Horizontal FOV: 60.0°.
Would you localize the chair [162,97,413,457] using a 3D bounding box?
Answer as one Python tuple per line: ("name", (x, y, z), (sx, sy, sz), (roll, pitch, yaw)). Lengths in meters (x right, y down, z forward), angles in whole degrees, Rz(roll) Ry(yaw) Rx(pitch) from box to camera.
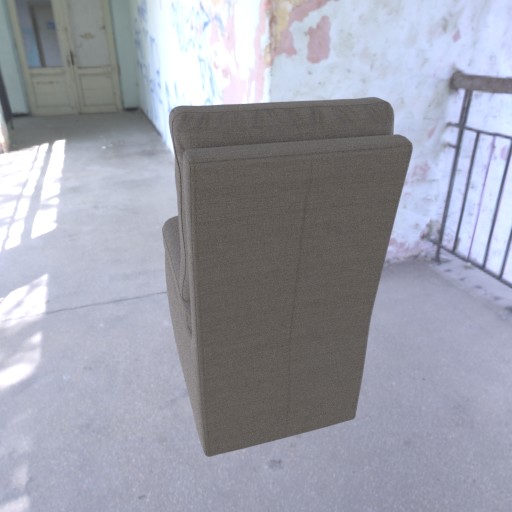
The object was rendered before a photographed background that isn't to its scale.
("chair", (0.000, 0.000, 1.318), (0.503, 0.927, 0.698), (-8, 28, -15))
